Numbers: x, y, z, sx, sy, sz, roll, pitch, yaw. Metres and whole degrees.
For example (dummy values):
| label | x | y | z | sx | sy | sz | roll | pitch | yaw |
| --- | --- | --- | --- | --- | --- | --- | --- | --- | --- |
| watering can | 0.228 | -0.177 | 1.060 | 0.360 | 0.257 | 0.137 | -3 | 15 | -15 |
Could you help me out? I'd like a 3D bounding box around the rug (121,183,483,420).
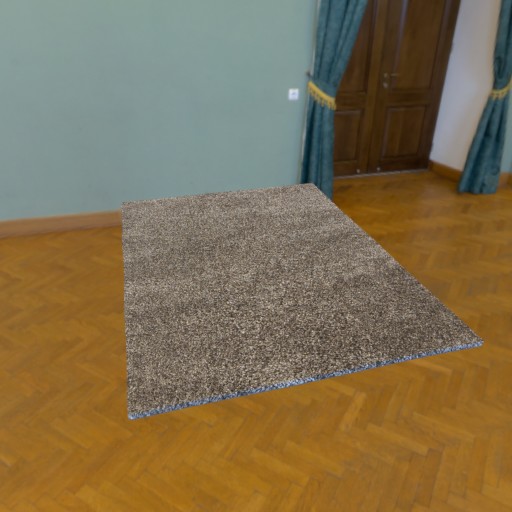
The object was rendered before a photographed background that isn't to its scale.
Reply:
| label | x | y | z | sx | sy | sz | roll | pitch | yaw |
| --- | --- | --- | --- | --- | --- | --- | --- | --- | --- |
| rug | 0.000 | 0.000 | 2.068 | 1.198 | 0.025 | 1.601 | -8 | 31 | -13 |
